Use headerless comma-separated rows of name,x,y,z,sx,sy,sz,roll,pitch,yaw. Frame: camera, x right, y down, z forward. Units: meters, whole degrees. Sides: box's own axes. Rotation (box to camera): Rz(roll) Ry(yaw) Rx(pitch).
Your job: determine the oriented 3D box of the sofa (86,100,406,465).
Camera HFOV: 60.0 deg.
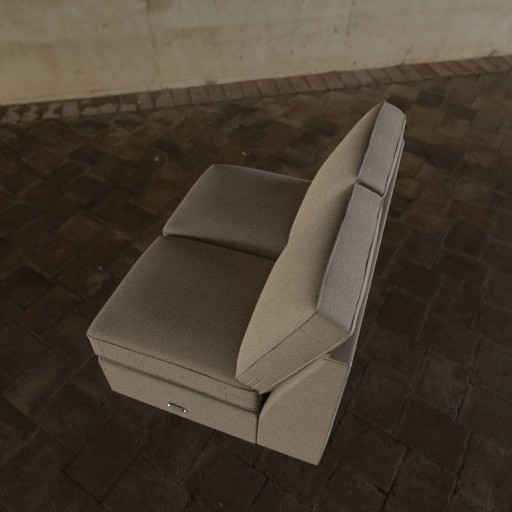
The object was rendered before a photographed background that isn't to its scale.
sofa,0.000,0.000,1.939,0.978,1.006,1.232,15,48,14
